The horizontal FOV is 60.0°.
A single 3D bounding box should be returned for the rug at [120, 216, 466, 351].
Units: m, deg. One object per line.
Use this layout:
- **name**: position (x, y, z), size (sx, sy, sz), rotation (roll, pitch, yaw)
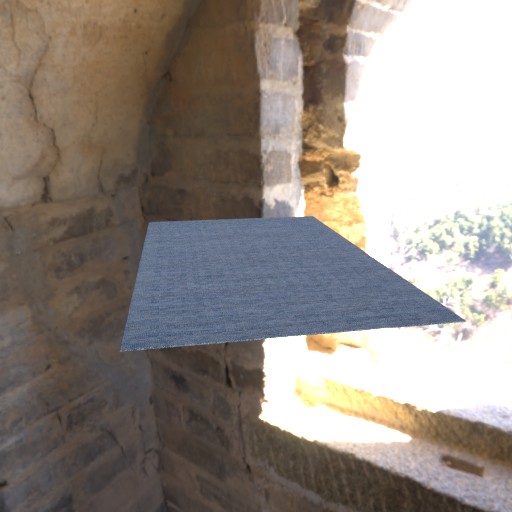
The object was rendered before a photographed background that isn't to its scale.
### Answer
- **rug**: position (0.000, 0.000, 2.243), size (1.142, 0.006, 1.752), rotation (-3, 17, -10)
